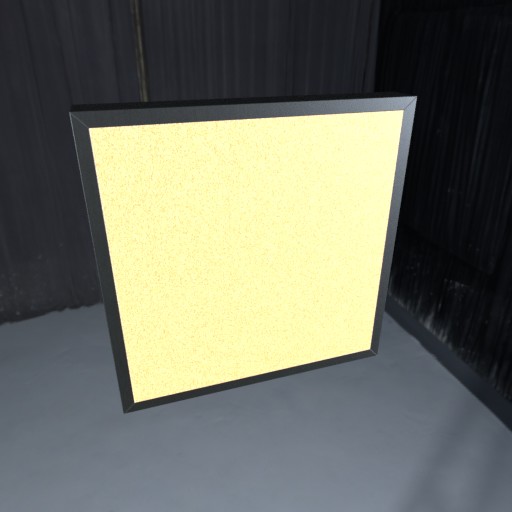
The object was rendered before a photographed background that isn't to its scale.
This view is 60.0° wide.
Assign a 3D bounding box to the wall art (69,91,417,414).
[{"bbox_3d":[0.000,0.000,0.454,0.304,0.304,0.038,-8,28,-16],"label":"wall art"}]
